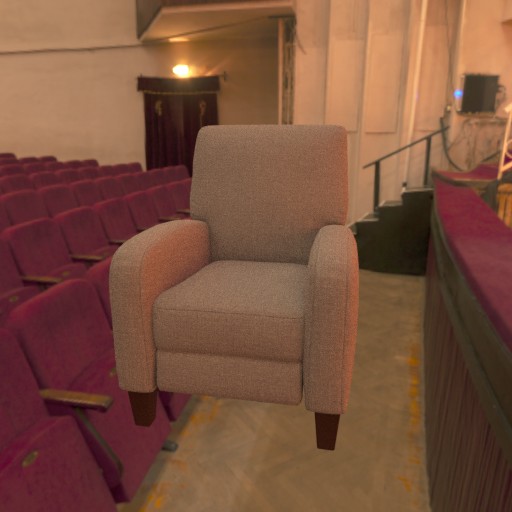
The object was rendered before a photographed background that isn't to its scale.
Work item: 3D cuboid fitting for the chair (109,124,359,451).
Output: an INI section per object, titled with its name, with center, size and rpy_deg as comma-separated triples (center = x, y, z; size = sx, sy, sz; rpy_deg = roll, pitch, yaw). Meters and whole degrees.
[chair]
center = 0.000, 0.000, 1.706
size = 0.762, 0.990, 0.990
rpy_deg = 3, 15, 11
